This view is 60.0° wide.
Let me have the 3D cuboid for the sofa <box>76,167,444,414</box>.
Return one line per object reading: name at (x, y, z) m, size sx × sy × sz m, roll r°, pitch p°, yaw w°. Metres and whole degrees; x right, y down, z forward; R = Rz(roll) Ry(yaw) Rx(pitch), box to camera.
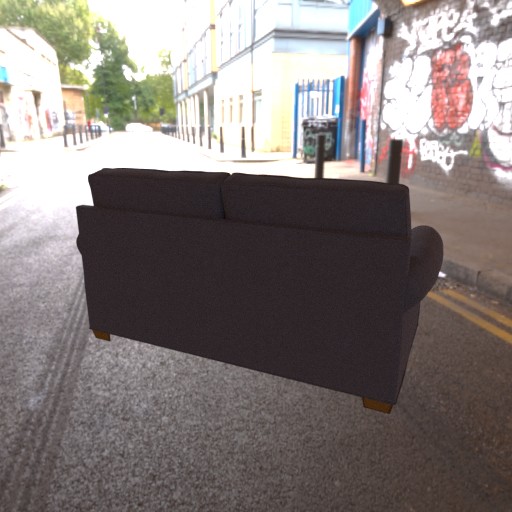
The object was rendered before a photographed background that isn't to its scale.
sofa at (0.000, 0.000, 2.604) m, size 2.009 × 1.031 × 0.951 m, roll 8°, pitch 18°, yaw 24°
